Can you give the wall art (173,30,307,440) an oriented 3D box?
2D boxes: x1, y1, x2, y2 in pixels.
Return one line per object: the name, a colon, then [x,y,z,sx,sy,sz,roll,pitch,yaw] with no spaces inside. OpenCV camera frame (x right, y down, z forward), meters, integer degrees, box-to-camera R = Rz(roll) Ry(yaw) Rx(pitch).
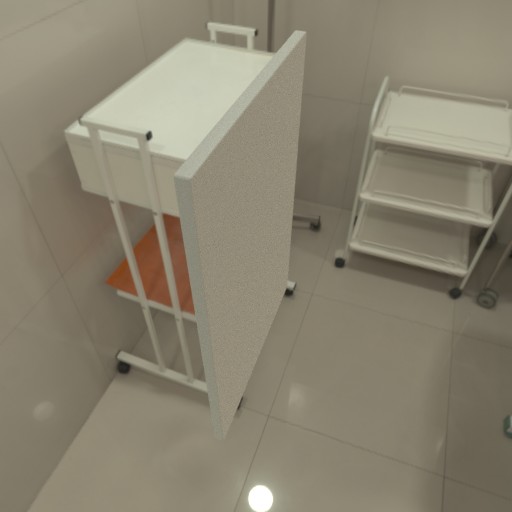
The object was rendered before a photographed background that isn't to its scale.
wall art: [0.000,0.000,1.503,0.038,1.183,0.808,14,47,14]
